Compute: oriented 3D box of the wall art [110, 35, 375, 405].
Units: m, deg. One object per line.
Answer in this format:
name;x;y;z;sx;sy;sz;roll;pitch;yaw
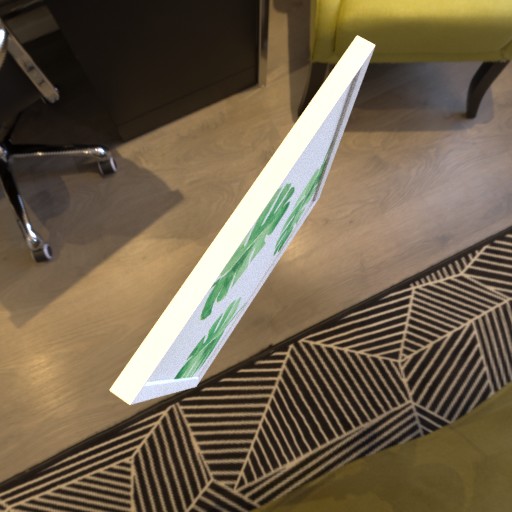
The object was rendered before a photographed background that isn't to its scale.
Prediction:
wall art;0.000;0.000;1.119;0.040;0.762;0.762;32;78;8
